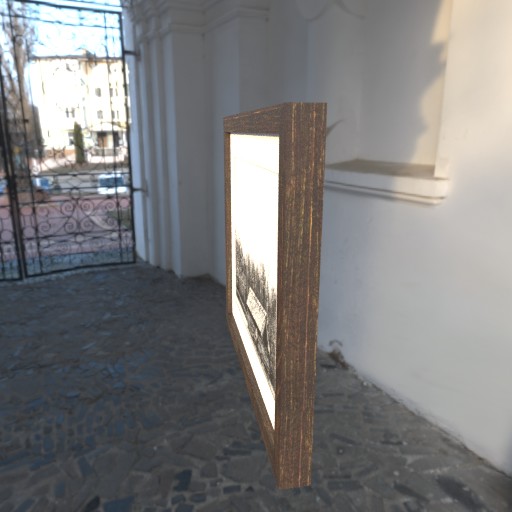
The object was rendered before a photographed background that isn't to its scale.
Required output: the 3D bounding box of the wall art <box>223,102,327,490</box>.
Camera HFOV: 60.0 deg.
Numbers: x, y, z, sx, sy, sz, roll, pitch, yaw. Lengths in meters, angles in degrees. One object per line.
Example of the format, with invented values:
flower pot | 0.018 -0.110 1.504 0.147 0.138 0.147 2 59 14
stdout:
wall art | 0.000 0.000 0.537 0.031 0.330 0.381 -3 16 -10
